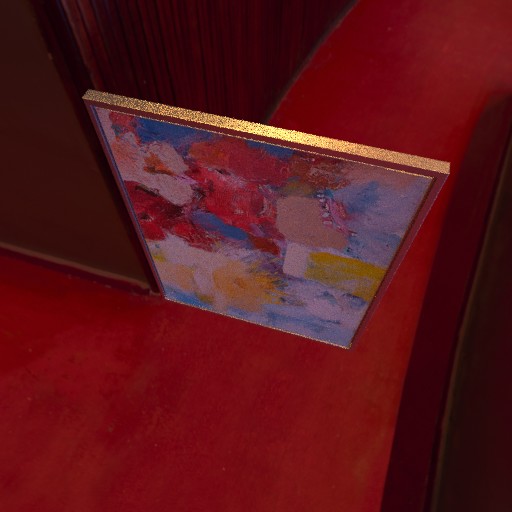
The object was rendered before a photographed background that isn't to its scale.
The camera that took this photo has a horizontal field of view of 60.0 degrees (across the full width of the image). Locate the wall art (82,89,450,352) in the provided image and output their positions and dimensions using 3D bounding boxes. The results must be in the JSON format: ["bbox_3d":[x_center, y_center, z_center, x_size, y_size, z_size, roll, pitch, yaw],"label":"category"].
[{"bbox_3d":[0.000,0.000,1.402,0.816,1.046,0.030,14,59,9],"label":"wall art"}]
